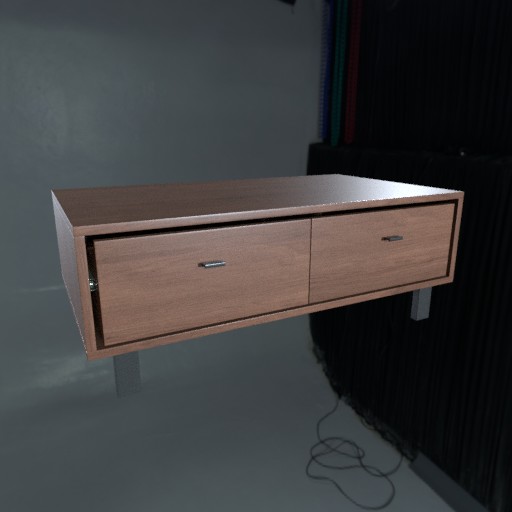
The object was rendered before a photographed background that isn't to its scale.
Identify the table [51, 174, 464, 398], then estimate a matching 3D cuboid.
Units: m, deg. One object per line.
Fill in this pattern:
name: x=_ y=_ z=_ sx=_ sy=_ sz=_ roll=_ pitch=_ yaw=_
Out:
table: x=0.000 y=0.000 z=1.301 sx=1.020 sy=0.380 sz=0.600 roll=-8 pitch=18 yaw=-26
